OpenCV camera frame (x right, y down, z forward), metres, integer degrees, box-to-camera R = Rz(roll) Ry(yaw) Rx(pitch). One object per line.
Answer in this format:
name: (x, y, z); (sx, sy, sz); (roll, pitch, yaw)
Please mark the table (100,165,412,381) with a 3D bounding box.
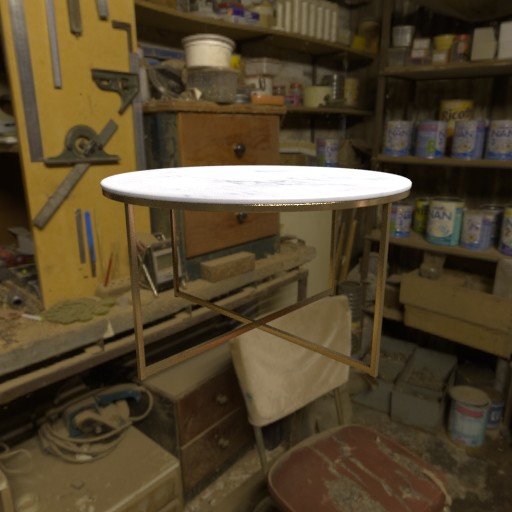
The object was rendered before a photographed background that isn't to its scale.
table: (0.000, 0.000, 1.261); (0.800, 0.450, 0.800); (0, 16, 0)
